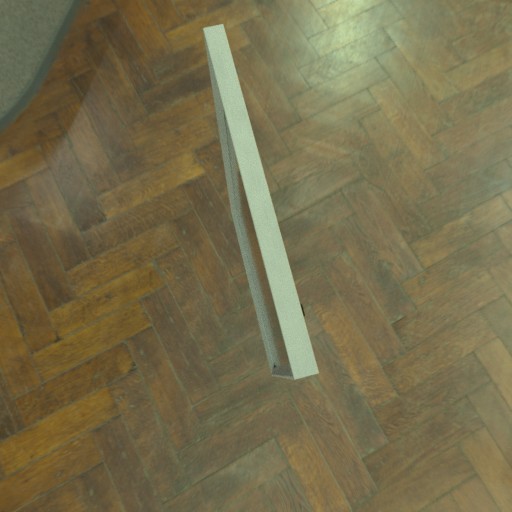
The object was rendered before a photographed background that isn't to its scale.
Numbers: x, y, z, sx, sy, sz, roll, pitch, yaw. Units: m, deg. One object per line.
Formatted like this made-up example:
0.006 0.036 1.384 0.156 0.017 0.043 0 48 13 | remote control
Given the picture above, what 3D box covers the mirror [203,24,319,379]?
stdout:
0.000 0.000 1.141 0.041 0.915 0.609 -13 76 -4 | mirror
